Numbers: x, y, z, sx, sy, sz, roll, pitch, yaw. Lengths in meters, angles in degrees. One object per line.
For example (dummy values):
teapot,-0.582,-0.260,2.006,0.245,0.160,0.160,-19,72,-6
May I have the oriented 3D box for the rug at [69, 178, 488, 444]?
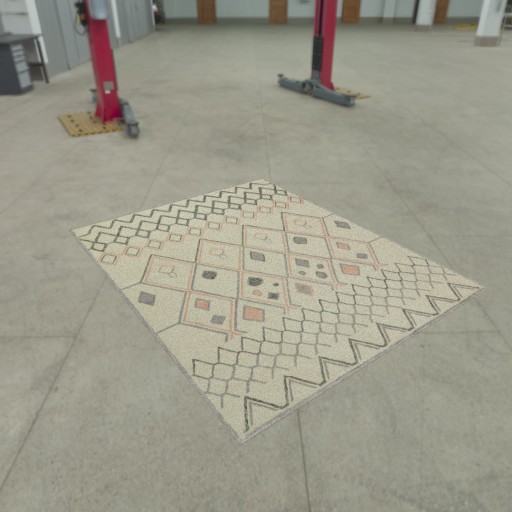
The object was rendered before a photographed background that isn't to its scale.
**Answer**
rug,0.000,0.000,4.024,2.441,0.016,3.050,-21,37,-30
